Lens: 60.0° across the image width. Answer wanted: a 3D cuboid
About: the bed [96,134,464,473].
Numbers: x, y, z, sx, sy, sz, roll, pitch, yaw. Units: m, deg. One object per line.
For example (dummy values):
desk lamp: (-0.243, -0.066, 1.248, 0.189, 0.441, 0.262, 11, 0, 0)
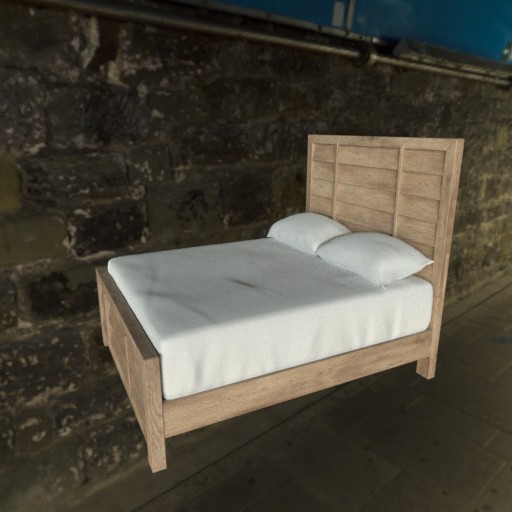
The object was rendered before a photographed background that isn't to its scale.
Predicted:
bed: (0.000, 0.000, 3.162, 2.017, 1.631, 1.615, -8, 18, -26)
